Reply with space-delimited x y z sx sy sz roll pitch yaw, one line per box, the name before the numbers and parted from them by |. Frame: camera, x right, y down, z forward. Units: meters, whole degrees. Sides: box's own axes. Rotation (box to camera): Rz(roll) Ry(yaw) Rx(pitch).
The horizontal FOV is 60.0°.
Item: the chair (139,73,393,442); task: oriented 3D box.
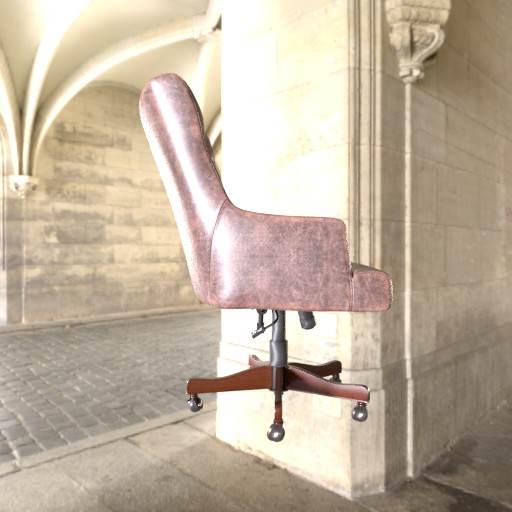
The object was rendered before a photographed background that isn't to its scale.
chair | 0.000 0.000 1.528 0.762 1.035 0.641 0 0 -1
